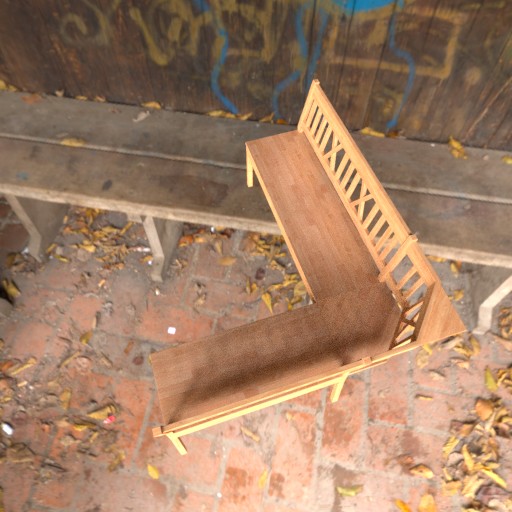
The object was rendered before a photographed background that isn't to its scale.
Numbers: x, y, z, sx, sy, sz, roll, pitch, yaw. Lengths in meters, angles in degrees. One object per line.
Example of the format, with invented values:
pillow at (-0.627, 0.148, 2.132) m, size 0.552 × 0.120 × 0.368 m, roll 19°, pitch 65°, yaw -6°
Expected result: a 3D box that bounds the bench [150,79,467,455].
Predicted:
bench at (0.000, 0.000, 2.837) m, size 1.537 × 0.902 × 1.937 m, roll -16°, pitch 60°, yaw -9°
